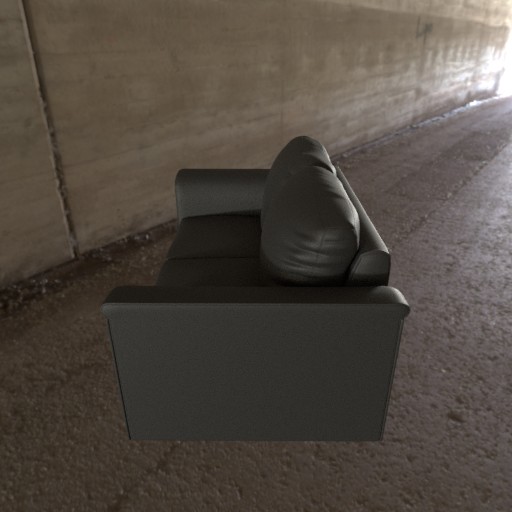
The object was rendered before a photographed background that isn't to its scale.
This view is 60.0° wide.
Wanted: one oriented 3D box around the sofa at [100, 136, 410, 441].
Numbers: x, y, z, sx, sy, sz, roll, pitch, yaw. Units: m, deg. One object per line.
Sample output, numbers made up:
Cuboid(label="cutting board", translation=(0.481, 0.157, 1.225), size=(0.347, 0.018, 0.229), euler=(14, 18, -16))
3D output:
Cuboid(label="sofa", translation=(0.000, 0.000, 1.951), size=(0.887, 0.845, 1.386), euler=(0, 27, 0))
